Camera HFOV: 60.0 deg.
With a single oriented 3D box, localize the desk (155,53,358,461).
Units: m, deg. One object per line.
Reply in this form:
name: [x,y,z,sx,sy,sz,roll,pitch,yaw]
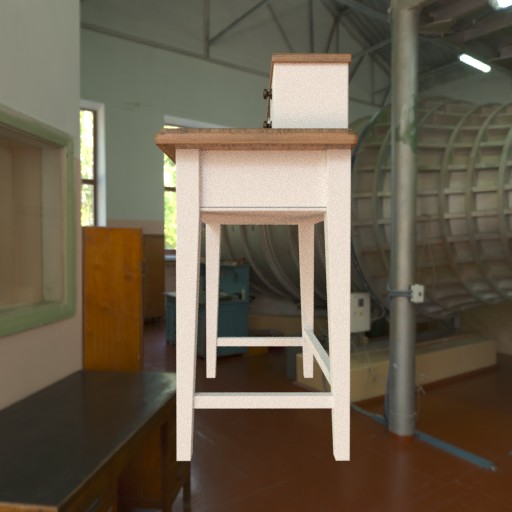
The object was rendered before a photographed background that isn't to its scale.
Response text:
desk: [0.000,0.000,1.423,0.462,0.981,0.814,0,1,0]
